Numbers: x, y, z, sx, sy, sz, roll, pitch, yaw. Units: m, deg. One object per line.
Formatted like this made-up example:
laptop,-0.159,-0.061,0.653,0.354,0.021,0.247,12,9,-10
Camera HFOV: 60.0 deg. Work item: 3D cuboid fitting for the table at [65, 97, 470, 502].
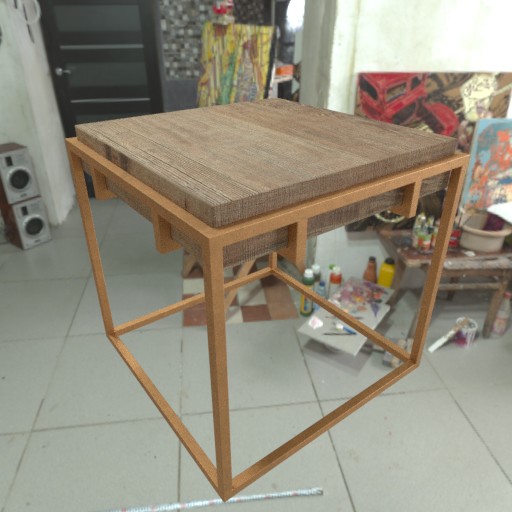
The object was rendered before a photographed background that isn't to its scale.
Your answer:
table,0.000,0.000,1.048,0.599,0.584,0.599,-20,35,-32
